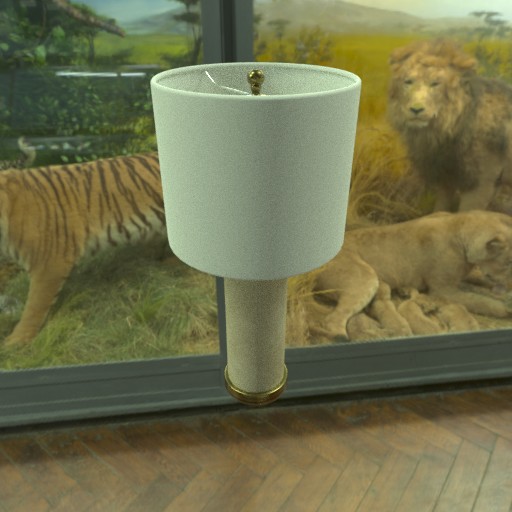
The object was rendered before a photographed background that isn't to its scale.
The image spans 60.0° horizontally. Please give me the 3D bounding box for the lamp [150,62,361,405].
[{"bbox_3d":[0.000,0.000,0.808,0.305,0.634,0.305,-22,37,-32],"label":"lamp"}]
